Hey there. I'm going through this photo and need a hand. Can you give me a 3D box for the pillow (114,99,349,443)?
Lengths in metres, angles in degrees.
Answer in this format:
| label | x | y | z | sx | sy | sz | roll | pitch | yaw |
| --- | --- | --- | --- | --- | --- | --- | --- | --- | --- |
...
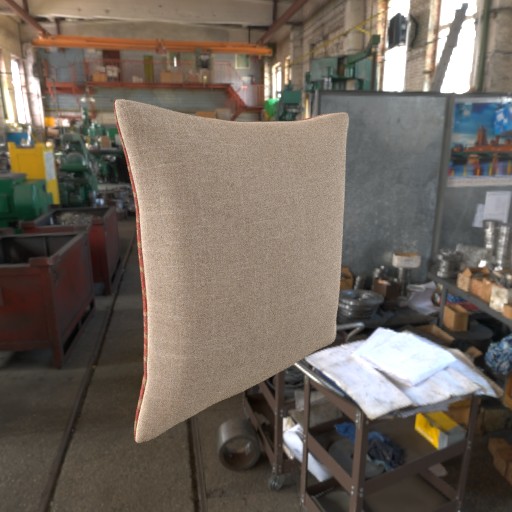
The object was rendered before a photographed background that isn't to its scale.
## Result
| label | x | y | z | sx | sy | sz | roll | pitch | yaw |
| --- | --- | --- | --- | --- | --- | --- | --- | --- | --- |
| pillow | 0.000 | 0.000 | 0.786 | 0.511 | 0.503 | 0.182 | -14 | 21 | -43 |
